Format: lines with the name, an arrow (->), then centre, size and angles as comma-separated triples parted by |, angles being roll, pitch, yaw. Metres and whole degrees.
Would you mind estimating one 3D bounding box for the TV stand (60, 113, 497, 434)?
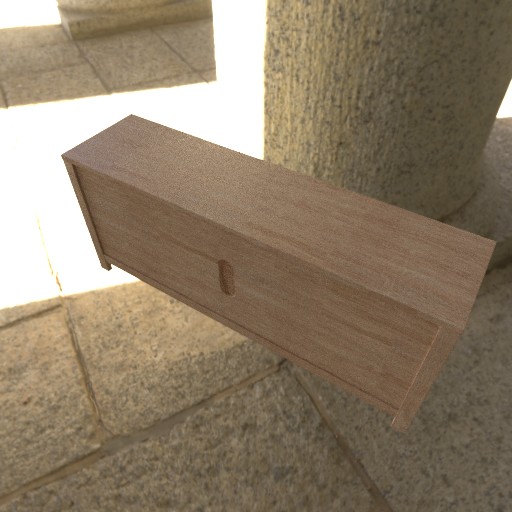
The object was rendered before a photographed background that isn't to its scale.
TV stand -> 0.000, 0.000, 1.697 | 1.466, 0.610, 0.398 | 24, 50, 22
